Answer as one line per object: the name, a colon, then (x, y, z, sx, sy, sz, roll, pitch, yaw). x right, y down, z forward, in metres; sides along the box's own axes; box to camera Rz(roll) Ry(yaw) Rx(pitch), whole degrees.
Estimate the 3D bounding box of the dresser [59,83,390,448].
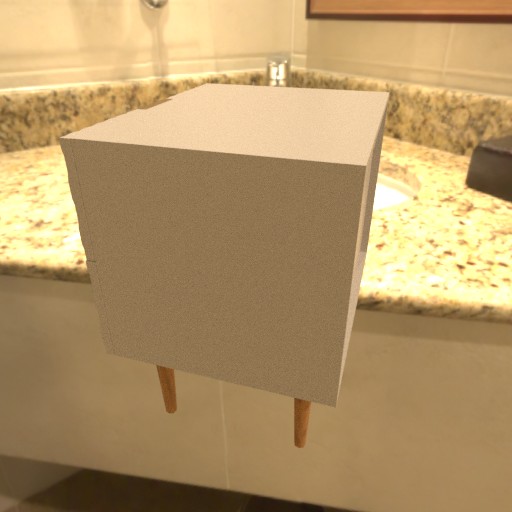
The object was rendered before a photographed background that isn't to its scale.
dresser: (0.000, 0.000, 0.890, 0.414, 0.568, 0.503, 9, 31, 15)
